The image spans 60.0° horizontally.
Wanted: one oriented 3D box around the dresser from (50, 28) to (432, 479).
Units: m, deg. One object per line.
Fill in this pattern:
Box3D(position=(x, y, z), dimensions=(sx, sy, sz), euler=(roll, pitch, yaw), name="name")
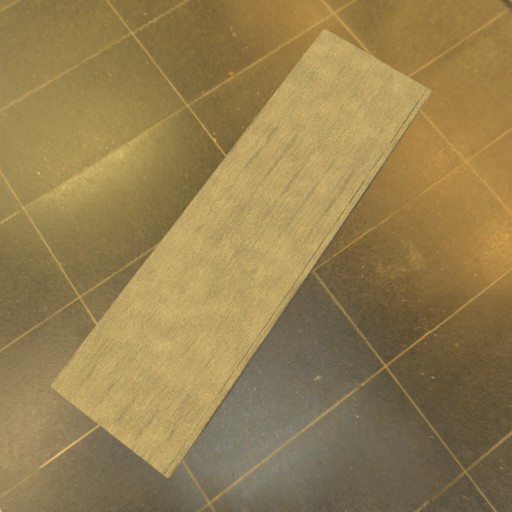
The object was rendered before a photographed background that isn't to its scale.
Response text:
Box3D(position=(0.000, 0.000, 1.971), dimensions=(0.483, 0.889, 1.628), euler=(34, 79, 7), name="dresser")
